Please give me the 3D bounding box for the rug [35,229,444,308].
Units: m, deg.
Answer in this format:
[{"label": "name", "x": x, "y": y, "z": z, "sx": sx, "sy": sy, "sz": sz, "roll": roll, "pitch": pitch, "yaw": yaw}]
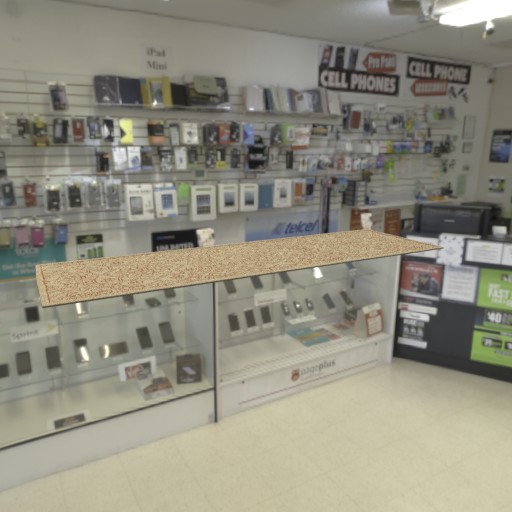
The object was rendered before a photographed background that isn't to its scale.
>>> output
[{"label": "rug", "x": 0.000, "y": 0.000, "z": 2.743, "sx": 2.448, "sy": 0.012, "sz": 0.769, "roll": -7, "pitch": 16, "yaw": -27}]
